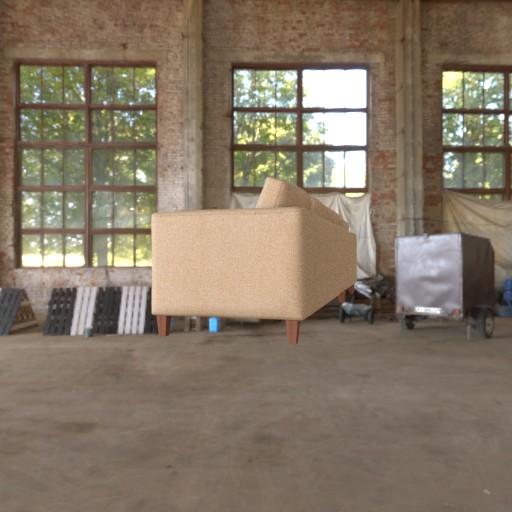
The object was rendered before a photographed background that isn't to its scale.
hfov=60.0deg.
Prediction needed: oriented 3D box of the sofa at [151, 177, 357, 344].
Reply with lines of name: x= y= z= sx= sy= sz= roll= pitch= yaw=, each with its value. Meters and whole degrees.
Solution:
sofa: x=0.000 y=0.000 z=3.903 sx=1.502 sy=0.876 sz=3.201 roll=0 pitch=0 yaw=18
